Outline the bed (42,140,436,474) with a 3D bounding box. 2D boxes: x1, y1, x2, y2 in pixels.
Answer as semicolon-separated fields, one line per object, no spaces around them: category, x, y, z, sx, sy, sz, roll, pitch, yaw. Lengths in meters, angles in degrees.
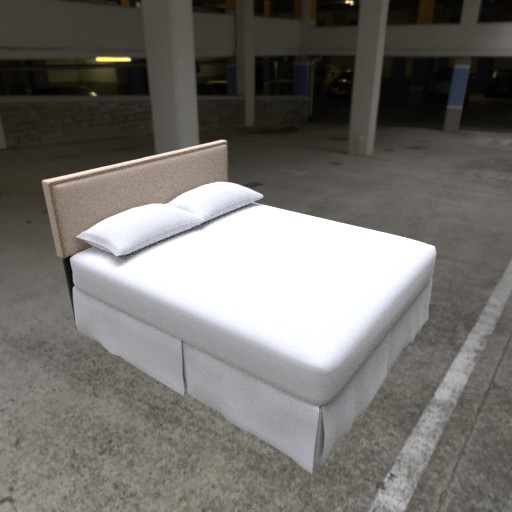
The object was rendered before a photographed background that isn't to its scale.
bed;0.000;0.000;2.795;1.876;1.016;1.616;17;30;33
